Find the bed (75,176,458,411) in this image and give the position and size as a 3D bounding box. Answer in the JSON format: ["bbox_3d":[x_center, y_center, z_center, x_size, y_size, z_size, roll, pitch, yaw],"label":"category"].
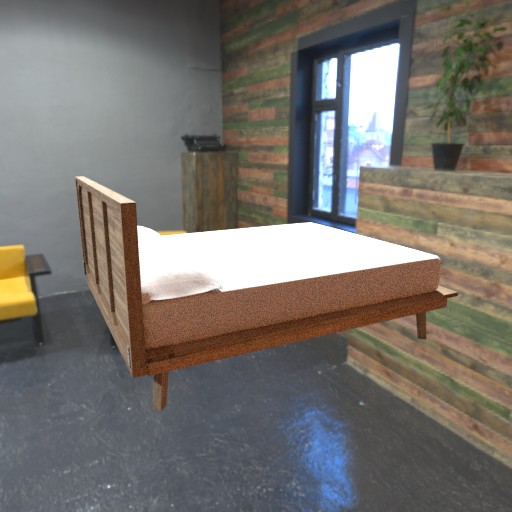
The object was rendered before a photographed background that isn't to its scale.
[{"bbox_3d":[0.000,0.000,3.144,2.145,1.071,1.759,-7,16,-26],"label":"bed"}]
